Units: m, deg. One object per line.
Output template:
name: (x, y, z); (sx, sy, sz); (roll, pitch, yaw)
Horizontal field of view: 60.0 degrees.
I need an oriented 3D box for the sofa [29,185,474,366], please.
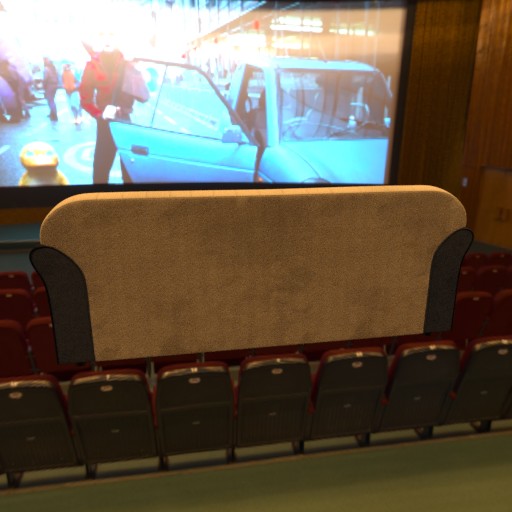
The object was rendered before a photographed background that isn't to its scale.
sofa: (0.000, 0.000, 2.362); (2.006, 0.789, 0.749); (-3, 16, -10)
